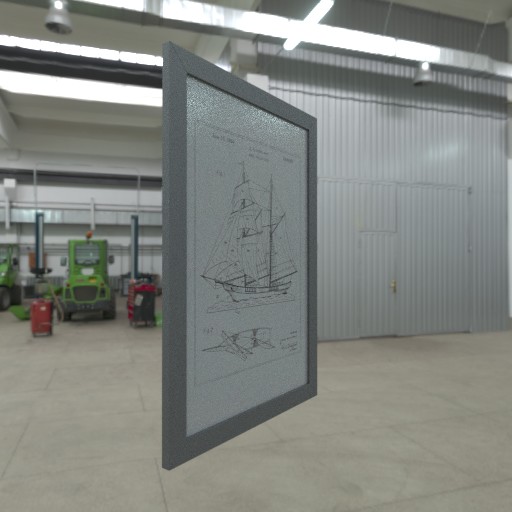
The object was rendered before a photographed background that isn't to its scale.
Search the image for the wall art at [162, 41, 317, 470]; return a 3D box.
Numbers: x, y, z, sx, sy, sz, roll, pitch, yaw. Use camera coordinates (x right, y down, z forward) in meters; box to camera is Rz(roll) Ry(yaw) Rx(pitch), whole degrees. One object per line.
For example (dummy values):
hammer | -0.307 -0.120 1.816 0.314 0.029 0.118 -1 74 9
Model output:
wall art | 0.000 0.000 0.706 0.013 0.534 0.380 0 0 36
